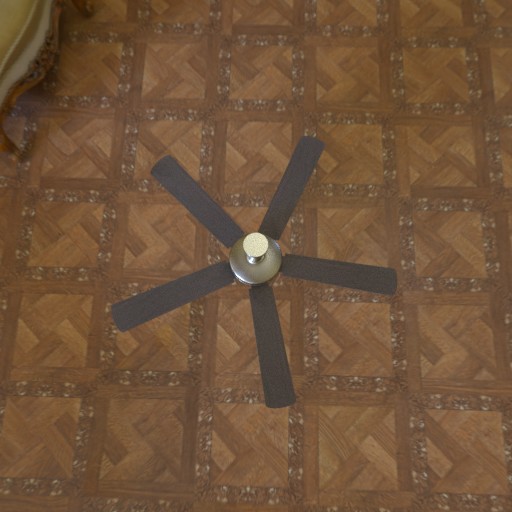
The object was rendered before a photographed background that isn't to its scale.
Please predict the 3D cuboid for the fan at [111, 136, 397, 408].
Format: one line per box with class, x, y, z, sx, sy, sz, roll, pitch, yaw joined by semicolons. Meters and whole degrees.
fan;0.000;0.000;2.009;1.321;0.356;1.321;0;75;0
